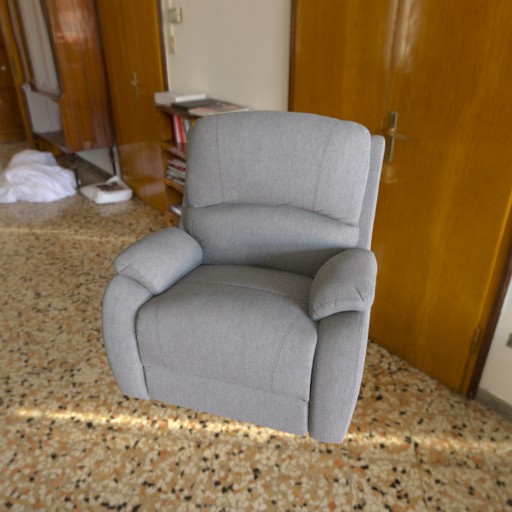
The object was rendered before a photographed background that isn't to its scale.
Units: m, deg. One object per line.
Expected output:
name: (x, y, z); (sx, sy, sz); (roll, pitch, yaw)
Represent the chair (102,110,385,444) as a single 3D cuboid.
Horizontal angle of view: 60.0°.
chair: (0.000, 0.000, 1.753); (0.930, 1.011, 0.899); (7, 28, 14)
